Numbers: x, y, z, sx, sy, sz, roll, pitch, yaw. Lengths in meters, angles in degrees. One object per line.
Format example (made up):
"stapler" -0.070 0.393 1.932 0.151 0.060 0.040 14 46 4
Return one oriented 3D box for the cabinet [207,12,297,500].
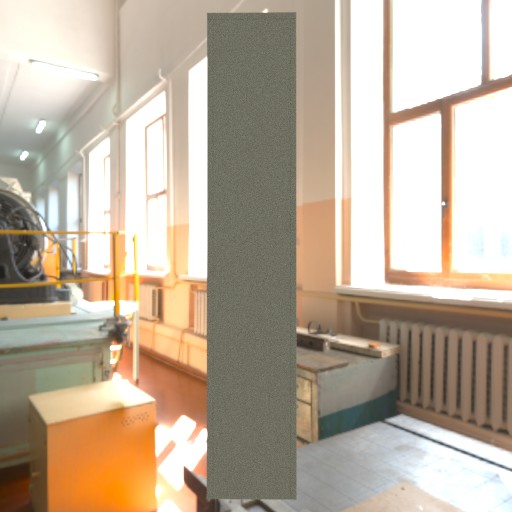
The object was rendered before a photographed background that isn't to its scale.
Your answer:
"cabinet" 0.000 0.000 1.540 0.250 1.280 0.750 0 0 1
